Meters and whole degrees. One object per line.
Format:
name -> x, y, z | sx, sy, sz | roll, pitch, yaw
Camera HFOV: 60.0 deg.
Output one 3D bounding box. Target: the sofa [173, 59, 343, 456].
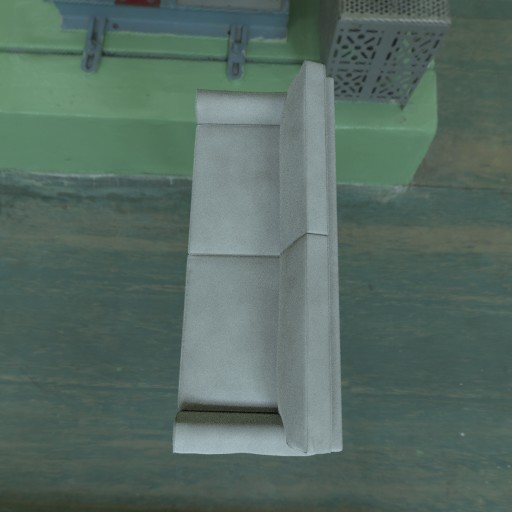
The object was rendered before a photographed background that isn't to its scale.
sofa -> 0.000, 0.000, 2.715 | 0.900, 1.014, 2.246 | 1, 75, 0
